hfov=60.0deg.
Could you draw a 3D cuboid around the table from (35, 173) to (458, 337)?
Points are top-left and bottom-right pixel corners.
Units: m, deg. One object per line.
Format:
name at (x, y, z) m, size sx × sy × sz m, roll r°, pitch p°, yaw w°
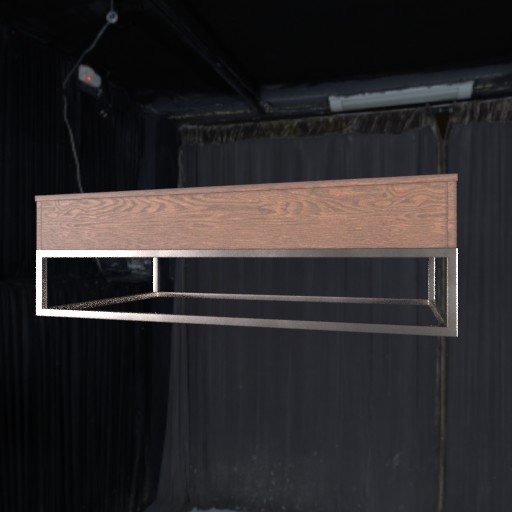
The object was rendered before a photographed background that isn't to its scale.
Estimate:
table at (0.000, 0.000, 1.498) m, size 1.167 × 0.361 × 0.719 m, roll 0°, pitch 0°, yaw 18°
